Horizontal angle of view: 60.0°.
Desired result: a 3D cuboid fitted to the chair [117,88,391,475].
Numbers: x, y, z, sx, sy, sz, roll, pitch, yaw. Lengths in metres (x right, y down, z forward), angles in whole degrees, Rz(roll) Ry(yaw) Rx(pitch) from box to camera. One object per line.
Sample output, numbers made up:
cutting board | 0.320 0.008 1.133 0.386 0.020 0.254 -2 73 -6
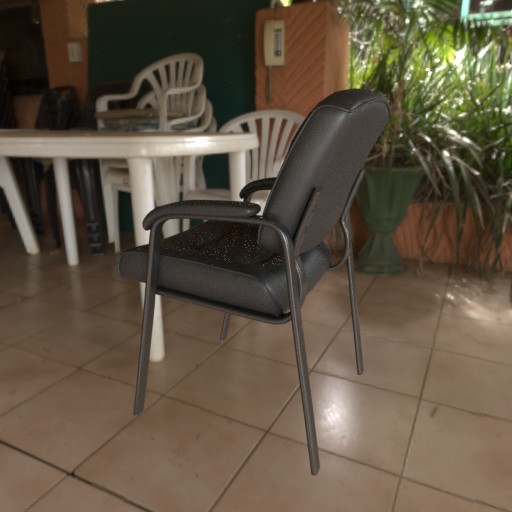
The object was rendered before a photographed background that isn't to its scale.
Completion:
chair | 0.000 0.000 1.311 0.668 0.910 0.591 8 19 24
